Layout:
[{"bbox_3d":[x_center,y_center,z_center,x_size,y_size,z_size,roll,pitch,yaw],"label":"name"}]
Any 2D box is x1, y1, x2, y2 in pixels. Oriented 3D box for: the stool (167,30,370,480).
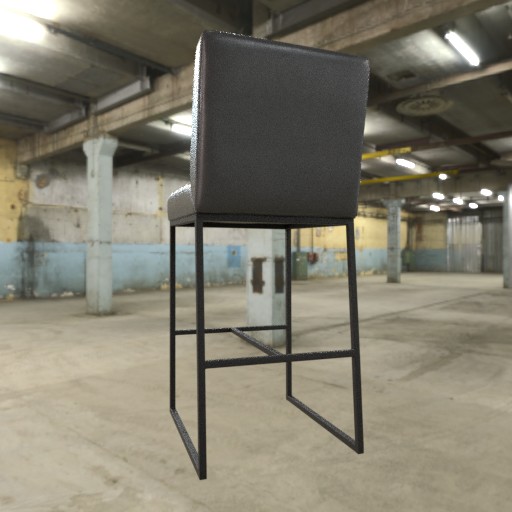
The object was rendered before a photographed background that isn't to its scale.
[{"bbox_3d":[0.000,0.000,1.320,0.457,1.040,0.552,0,-1,-19],"label":"stool"}]
